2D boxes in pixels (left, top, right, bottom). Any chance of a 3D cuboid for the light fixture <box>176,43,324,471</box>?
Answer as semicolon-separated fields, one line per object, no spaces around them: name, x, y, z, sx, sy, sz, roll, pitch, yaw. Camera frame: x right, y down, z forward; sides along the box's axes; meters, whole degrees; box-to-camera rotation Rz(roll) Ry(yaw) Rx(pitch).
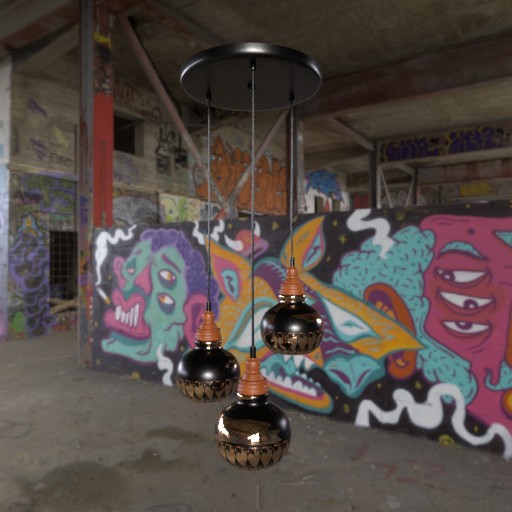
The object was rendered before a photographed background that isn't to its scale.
light fixture;0.000;0.000;1.758;0.605;1.410;0.608;1;-1;-36
